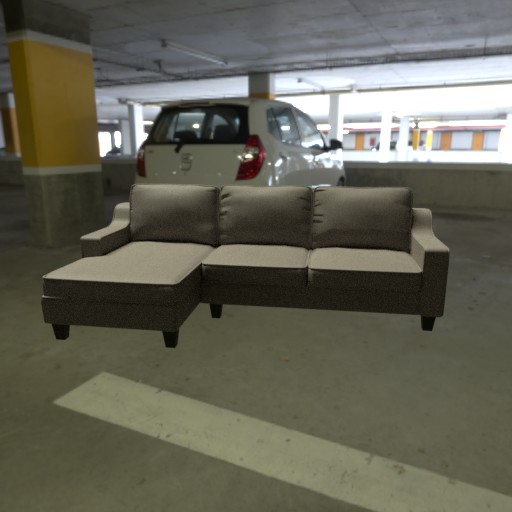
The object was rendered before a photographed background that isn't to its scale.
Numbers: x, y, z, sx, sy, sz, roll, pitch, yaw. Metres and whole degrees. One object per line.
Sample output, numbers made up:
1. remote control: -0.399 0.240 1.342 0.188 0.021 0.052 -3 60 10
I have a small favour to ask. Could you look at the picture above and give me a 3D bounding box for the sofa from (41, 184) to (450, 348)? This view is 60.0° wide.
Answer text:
1. sofa: 0.000 0.000 3.170 2.561 0.928 1.294 2 14 9
